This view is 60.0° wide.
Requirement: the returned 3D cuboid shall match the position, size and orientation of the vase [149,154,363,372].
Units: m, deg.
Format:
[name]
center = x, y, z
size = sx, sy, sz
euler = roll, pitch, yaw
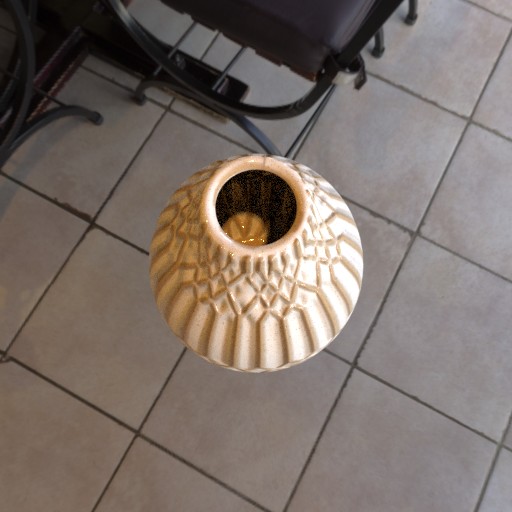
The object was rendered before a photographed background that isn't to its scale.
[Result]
[vase]
center = 0.000, 0.000, 0.313
size = 0.159, 0.200, 0.159
euler = 0, 75, 0
